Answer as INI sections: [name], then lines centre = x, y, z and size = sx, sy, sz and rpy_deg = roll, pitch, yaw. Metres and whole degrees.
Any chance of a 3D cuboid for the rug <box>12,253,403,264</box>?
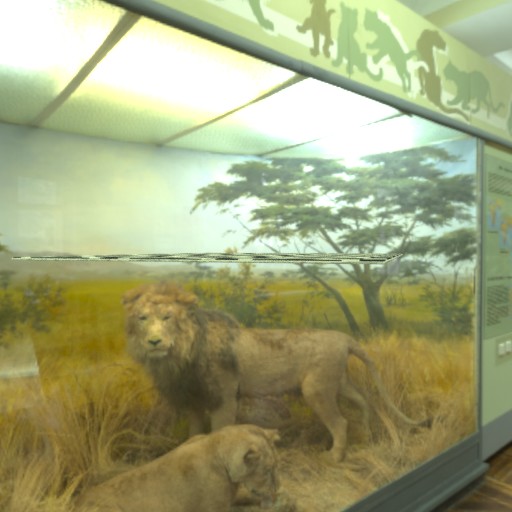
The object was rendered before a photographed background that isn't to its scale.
[rug]
centre = 0.000, 0.000, 4.046
size = 2.466, 0.021, 3.049
rpy_deg = 0, 1, 20
